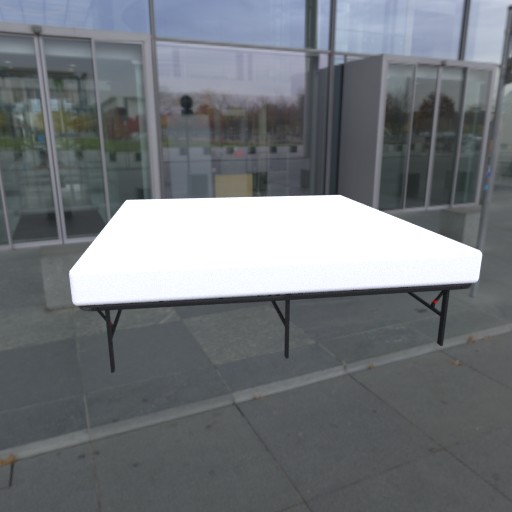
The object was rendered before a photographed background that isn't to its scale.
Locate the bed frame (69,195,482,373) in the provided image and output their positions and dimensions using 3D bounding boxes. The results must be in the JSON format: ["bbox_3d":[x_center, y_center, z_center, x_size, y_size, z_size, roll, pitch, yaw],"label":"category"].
[{"bbox_3d":[0.000,0.000,3.043,1.935,0.525,2.033,-3,16,-9],"label":"bed frame"}]
